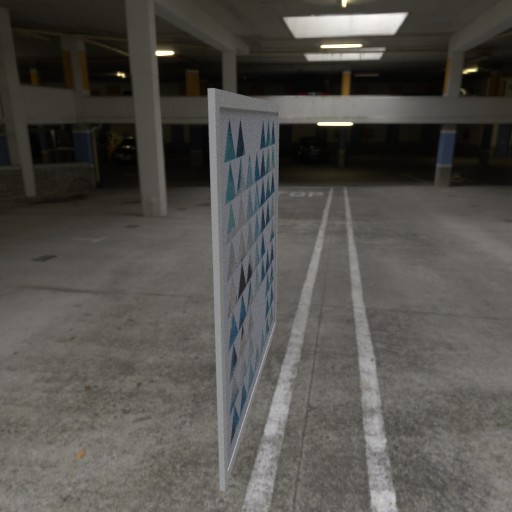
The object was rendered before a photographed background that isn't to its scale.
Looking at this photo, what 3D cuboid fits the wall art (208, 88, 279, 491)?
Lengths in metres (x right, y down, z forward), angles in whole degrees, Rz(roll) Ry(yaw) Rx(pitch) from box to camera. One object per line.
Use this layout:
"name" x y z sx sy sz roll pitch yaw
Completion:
"wall art" 0.000 0.000 0.682 0.007 0.456 0.456 3 17 10
